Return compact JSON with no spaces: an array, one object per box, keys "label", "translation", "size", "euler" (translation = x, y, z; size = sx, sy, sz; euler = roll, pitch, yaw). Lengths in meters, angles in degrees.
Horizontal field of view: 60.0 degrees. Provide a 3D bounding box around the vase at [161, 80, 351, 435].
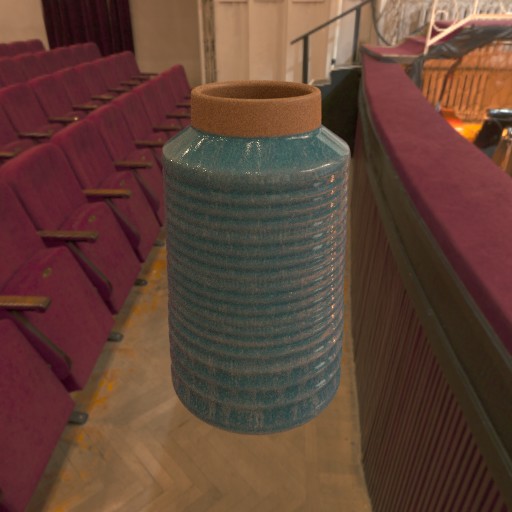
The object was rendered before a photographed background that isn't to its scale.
[{"label":"vase","translation":[0.000,0.000,0.374],"size":[0.163,0.267,0.163],"euler":[0,29,0]}]
